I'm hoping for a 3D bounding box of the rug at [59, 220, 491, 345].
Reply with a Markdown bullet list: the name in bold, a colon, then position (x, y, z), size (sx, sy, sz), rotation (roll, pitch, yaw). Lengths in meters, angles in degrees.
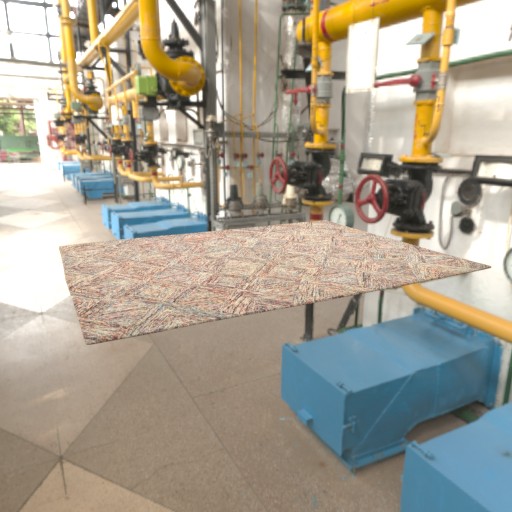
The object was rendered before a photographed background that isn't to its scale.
- **rug**: position (0.000, 0.000, 4.055), size (3.226, 0.024, 2.436), rotation (-7, 17, -25)
